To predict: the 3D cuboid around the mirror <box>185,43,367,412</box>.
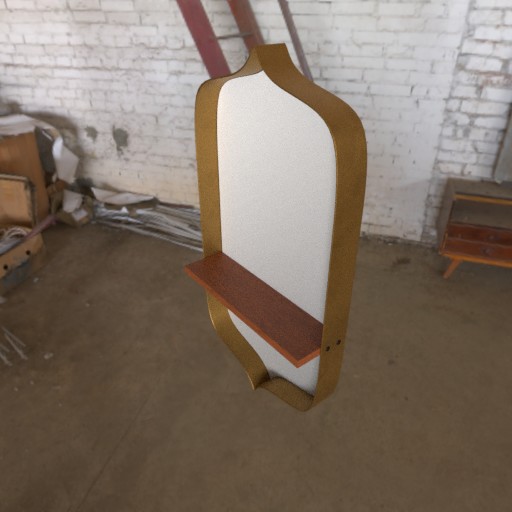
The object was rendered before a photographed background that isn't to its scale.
[{"bbox_3d":[0.000,0.000,0.711,0.096,0.613,0.323,-22,38,-32],"label":"mirror"}]
